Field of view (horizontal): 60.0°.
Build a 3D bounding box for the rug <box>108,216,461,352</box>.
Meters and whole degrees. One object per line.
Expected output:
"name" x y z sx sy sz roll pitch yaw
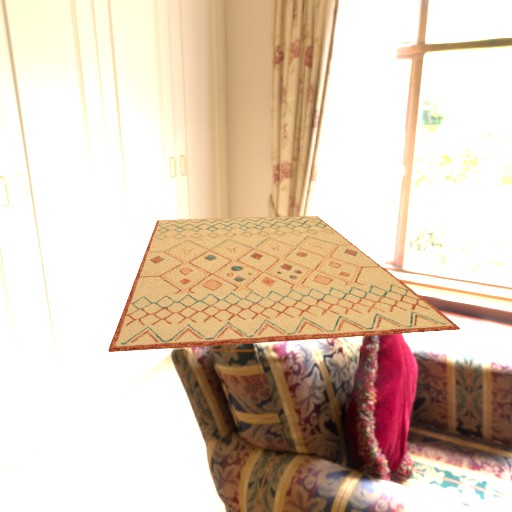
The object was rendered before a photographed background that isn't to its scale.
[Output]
"rug" 0.000 0.000 3.030 1.524 0.015 2.438 -2 17 -7
